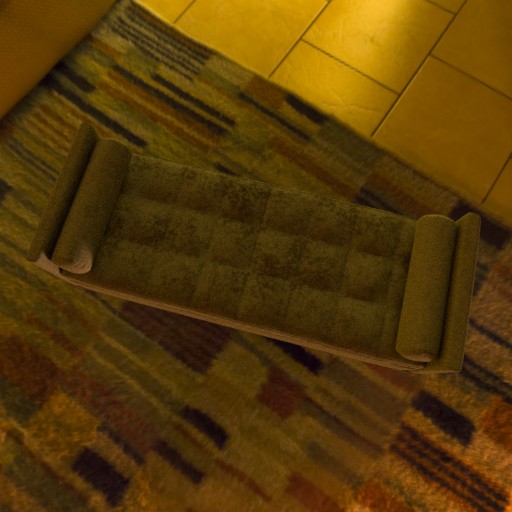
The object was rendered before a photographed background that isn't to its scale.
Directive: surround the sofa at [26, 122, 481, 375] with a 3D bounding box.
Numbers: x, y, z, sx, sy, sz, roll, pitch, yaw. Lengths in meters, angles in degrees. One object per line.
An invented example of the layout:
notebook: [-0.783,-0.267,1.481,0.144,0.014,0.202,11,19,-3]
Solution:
sofa: [0.000,0.000,2.436,2.102,0.657,0.797,14,75,4]
